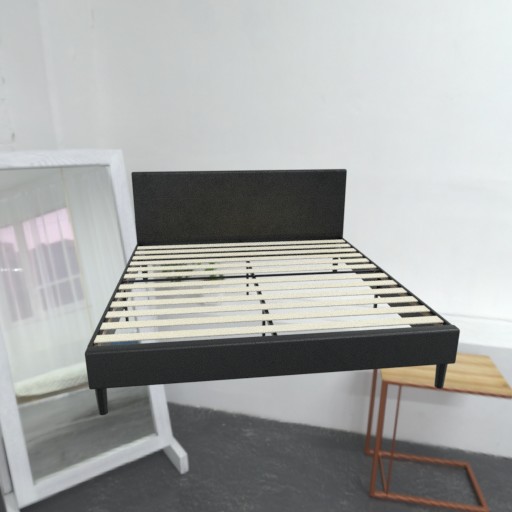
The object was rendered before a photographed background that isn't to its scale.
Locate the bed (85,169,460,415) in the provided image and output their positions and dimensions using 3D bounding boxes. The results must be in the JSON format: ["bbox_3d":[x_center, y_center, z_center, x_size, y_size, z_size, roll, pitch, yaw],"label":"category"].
[{"bbox_3d":[0.000,0.000,3.318,2.018,1.046,2.152,-2,17,-7],"label":"bed"}]
